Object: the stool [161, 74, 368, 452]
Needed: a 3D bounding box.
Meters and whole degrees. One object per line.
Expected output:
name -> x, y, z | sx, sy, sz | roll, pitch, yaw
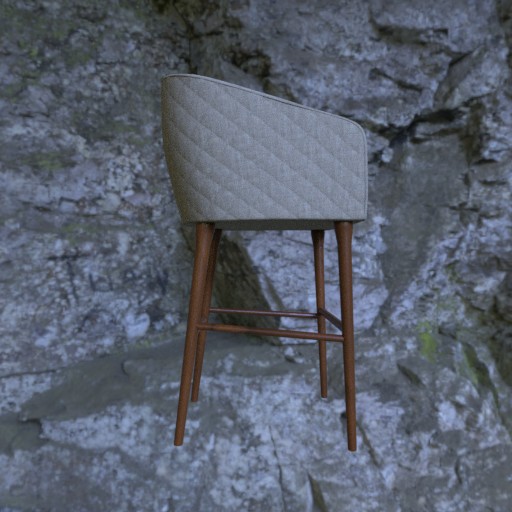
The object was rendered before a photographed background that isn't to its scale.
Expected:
stool -> 0.000, 0.000, 1.452 | 0.607, 1.078, 0.559 | 0, 0, -1
